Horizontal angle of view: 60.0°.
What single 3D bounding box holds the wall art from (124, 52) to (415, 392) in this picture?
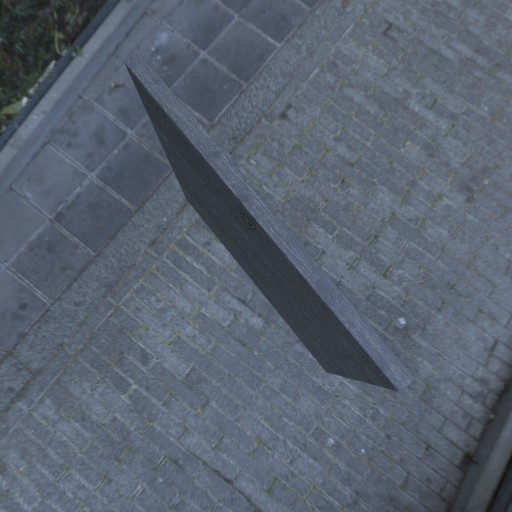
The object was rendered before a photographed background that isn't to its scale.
[{"bbox_3d":[0.000,0.000,0.690,0.027,0.459,0.462,-38,80,-8],"label":"wall art"}]
